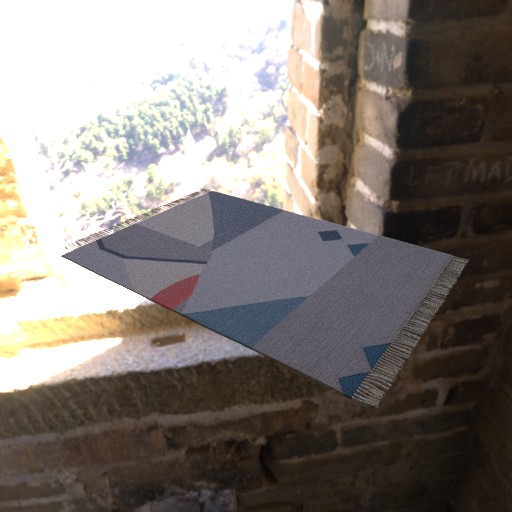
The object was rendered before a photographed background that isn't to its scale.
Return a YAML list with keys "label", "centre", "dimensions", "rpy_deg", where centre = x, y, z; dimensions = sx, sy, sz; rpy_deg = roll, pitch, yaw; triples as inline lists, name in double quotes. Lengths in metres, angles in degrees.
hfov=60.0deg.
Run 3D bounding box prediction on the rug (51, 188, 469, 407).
- label: "rug"
  centre: [0.000, 0.000, 2.313]
  dimensions: [1.828, 0.005, 1.220]
  rpy_deg: [19, 34, 31]
